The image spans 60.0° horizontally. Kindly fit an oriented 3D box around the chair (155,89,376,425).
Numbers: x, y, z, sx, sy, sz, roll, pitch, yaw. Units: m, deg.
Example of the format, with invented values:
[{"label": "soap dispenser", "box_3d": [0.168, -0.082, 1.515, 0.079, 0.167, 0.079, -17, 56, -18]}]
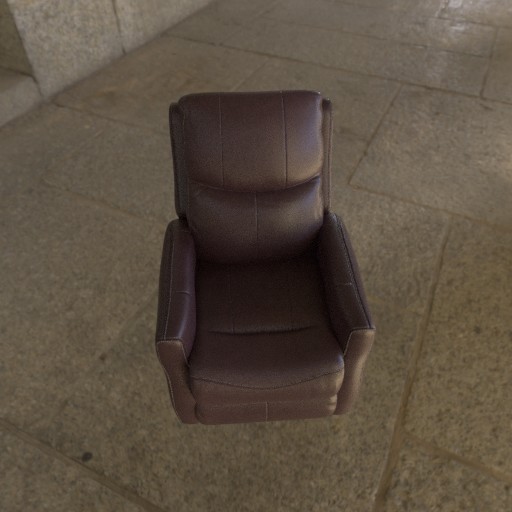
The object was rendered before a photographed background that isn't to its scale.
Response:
[{"label": "chair", "box_3d": [0.000, 0.000, 1.830, 0.829, 1.030, 1.080, -3, 47, -3]}]
